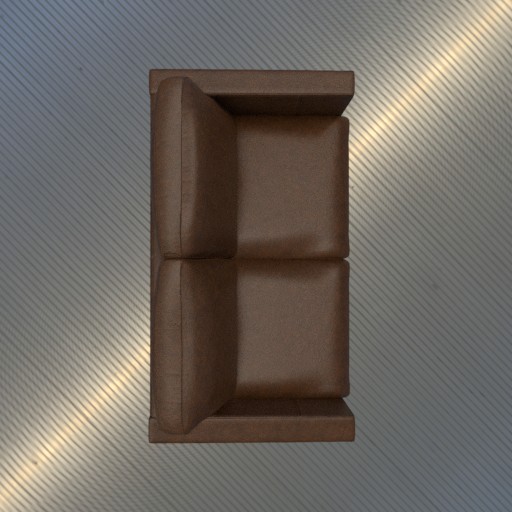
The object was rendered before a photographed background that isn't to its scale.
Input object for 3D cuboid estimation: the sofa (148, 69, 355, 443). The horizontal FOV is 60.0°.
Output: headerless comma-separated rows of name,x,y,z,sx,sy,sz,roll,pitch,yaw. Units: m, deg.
sofa,0.000,0.000,2.075,0.909,0.951,1.578,0,90,-1
